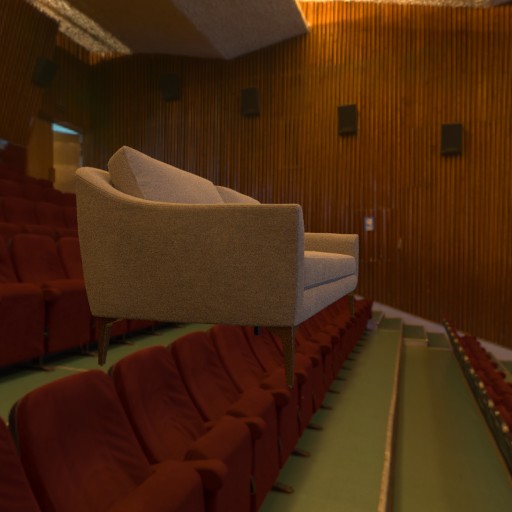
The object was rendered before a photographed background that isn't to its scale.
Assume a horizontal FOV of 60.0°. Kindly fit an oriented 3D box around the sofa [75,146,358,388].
[{"bbox_3d":[0.000,0.000,2.567,0.980,0.913,2.036,0,0,18],"label":"sofa"}]
